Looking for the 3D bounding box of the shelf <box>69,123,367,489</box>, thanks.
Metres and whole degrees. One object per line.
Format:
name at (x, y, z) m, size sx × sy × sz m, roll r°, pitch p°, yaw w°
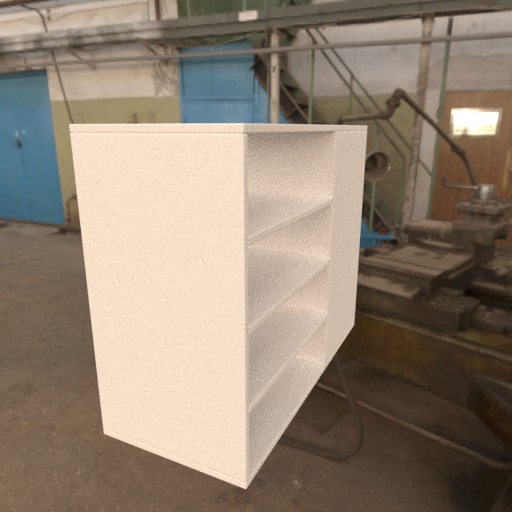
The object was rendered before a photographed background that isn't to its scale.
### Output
shelf at (0.000, 0.000, 1.291) m, size 0.396 × 0.732 × 0.895 m, roll 8°, pitch 18°, yaw 25°
